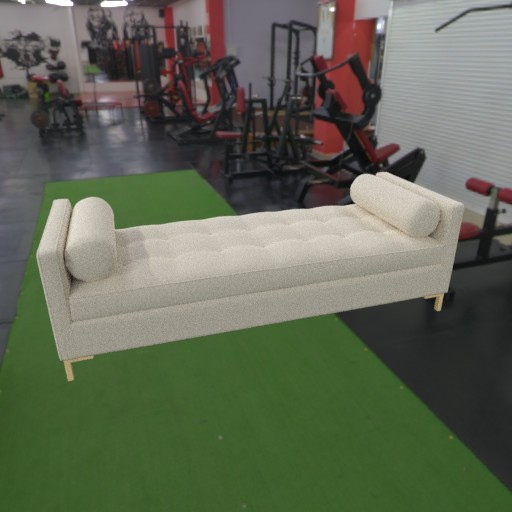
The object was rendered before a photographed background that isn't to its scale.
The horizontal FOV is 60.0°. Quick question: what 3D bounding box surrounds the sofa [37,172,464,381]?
[{"bbox_3d":[0.000,0.000,2.377,1.985,0.641,0.746,-7,26,-16],"label":"sofa"}]
